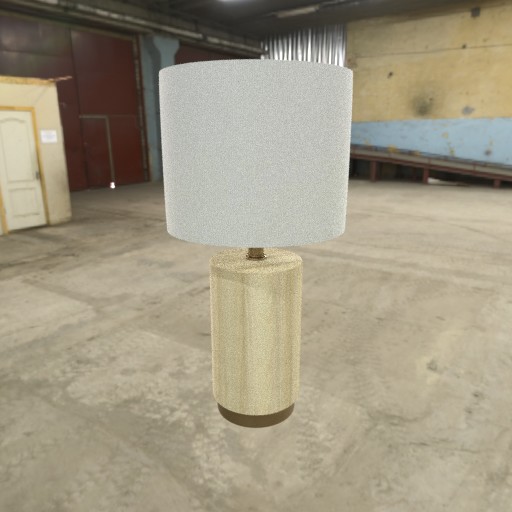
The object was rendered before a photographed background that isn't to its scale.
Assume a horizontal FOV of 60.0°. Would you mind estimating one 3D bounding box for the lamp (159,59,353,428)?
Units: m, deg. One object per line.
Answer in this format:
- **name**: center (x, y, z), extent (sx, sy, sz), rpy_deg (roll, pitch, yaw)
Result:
- **lamp**: center (0.000, 0.000, 0.584), extent (0.228, 0.444, 0.228), rpy_deg (-7, 17, -25)
